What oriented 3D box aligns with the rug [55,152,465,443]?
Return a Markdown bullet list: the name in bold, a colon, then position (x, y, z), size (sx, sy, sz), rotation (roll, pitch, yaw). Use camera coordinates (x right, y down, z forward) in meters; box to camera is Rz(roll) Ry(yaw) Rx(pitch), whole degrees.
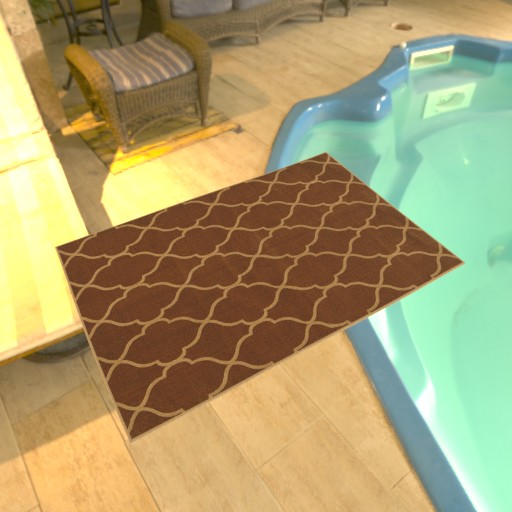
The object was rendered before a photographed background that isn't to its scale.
- **rug**: position (0.000, 0.000, 2.939), size (2.290, 0.014, 1.526), rotation (-23, 50, -21)
